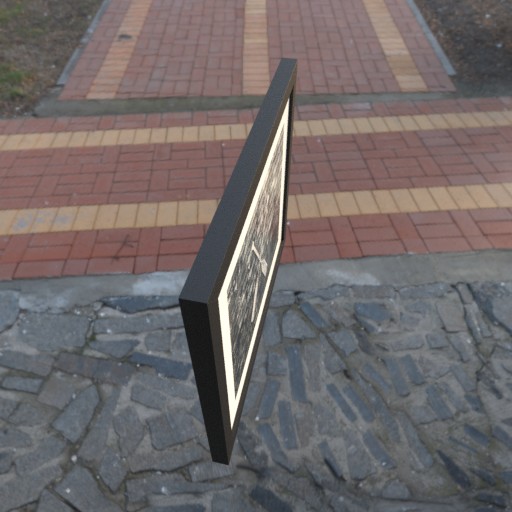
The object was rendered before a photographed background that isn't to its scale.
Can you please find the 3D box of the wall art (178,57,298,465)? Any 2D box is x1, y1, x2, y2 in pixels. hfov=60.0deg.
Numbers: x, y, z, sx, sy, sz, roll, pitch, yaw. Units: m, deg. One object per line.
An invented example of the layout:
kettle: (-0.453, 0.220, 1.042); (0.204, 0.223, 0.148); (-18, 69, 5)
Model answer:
wall art: (0.000, 0.000, 0.776); (0.029, 0.457, 0.558); (9, 48, 9)
